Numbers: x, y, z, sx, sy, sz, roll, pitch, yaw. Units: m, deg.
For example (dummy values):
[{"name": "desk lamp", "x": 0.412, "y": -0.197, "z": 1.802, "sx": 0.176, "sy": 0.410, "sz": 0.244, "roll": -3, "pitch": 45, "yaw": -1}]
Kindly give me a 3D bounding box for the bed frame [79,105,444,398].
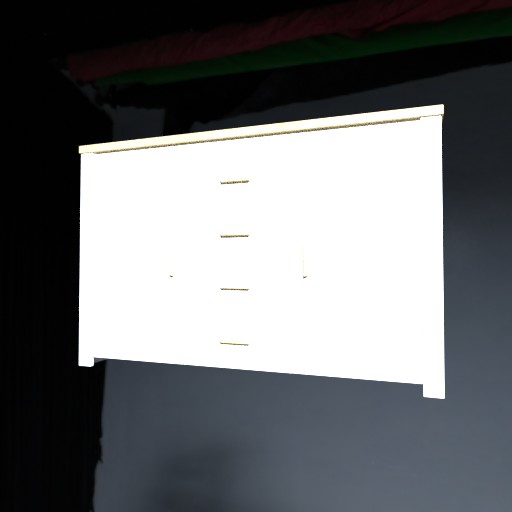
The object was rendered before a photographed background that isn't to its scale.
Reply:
[{"name": "bed frame", "x": 0.000, "y": 0.000, "z": 1.686, "sx": 1.300, "sy": 0.850, "sz": 0.430, "roll": -1, "pitch": -2, "yaw": 20}]
